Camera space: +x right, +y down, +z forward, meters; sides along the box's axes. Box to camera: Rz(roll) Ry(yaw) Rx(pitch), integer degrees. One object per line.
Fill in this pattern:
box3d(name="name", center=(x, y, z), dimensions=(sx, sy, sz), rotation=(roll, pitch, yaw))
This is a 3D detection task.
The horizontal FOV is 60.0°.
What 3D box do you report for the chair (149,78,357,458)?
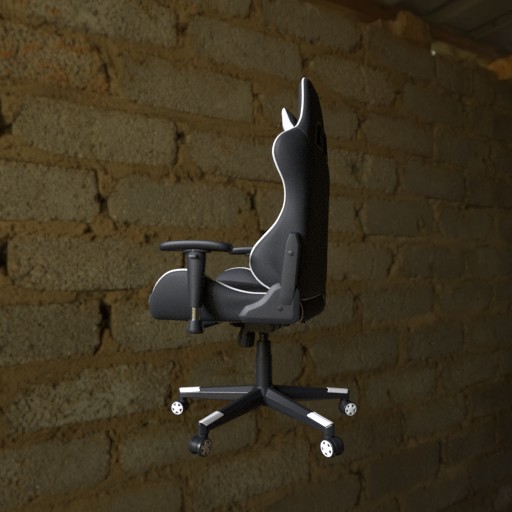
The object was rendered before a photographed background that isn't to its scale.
box3d(name="chair", center=(0.000, 0.000, 1.659), dimensions=(0.700, 1.240, 0.700), rotation=(0, -1, 19))
